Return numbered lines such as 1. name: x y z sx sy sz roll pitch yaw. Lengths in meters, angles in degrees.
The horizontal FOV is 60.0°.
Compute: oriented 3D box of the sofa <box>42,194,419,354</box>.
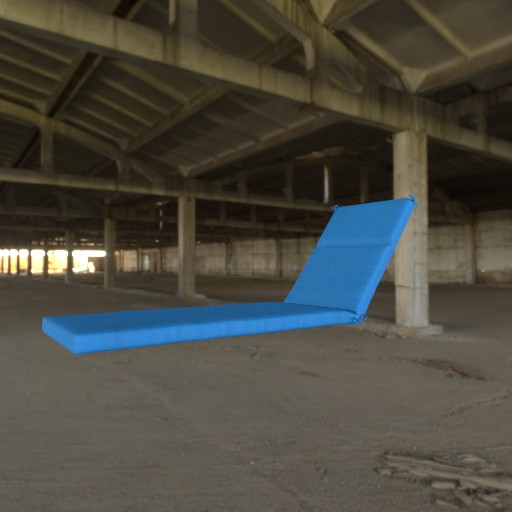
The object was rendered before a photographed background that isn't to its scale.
1. sofa: 0.000 0.000 1.979 1.663 0.622 0.582 1 -1 -35
